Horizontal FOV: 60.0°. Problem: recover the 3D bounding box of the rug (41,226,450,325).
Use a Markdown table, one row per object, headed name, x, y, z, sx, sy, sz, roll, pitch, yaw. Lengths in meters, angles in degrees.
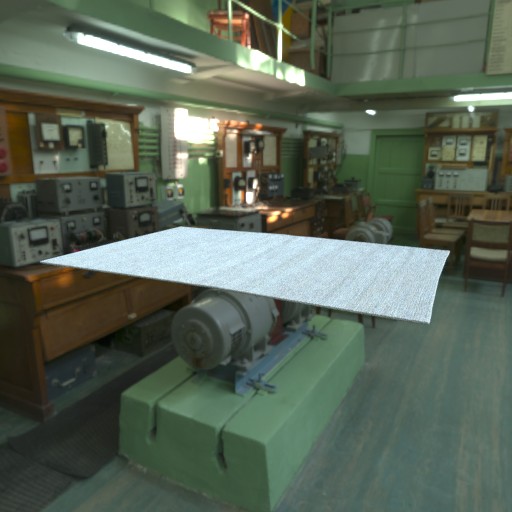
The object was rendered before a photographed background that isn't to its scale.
| name | x | y | z | sx | sy | sz | roll | pitch | yaw |
| --- | --- | --- | --- | --- | --- | --- | --- | --- | --- |
| rug | 0.000 | 0.000 | 2.319 | 1.820 | 0.022 | 1.179 | 7 | 15 | 26 |
